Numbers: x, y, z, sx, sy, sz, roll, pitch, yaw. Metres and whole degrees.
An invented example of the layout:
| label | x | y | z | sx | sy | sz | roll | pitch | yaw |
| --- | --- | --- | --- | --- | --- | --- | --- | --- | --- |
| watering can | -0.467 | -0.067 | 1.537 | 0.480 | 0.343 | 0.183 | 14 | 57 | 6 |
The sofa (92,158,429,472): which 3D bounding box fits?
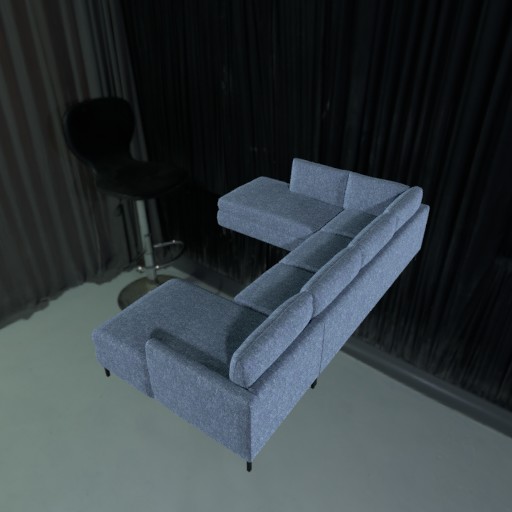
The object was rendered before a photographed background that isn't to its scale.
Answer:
| label | x | y | z | sx | sy | sz | roll | pitch | yaw |
| --- | --- | --- | --- | --- | --- | --- | --- | --- | --- |
| sofa | 0.000 | 0.000 | 3.562 | 1.879 | 0.756 | 2.737 | 21 | 38 | 30 |
